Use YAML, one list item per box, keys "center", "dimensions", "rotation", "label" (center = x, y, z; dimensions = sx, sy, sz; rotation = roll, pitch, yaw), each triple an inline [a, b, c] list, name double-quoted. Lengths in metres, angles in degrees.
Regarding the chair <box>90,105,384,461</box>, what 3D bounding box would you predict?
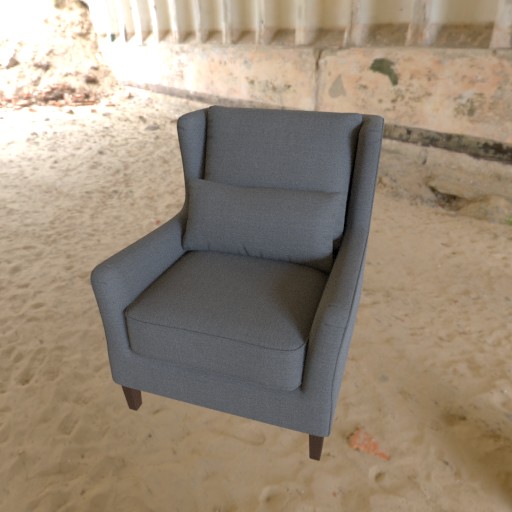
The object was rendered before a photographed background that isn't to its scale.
- center: [0.000, 0.000, 1.798]
  dimensions: [0.866, 1.056, 1.040]
  rotation: [8, 28, 16]
  label: "chair"
